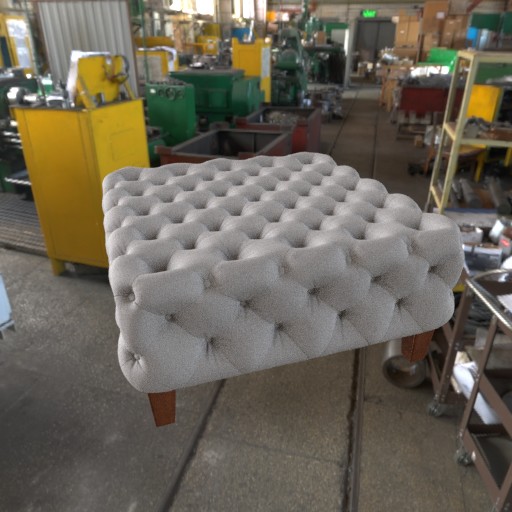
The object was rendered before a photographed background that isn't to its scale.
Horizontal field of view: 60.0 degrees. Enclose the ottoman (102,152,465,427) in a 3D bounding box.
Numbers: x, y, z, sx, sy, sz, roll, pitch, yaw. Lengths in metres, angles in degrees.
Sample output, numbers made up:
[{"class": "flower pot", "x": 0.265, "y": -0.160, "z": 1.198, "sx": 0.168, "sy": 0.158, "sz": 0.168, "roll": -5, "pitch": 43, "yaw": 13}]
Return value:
[{"class": "ottoman", "x": 0.000, "y": 0.000, "z": 1.199, "sx": 0.758, "sy": 0.365, "sz": 0.764, "roll": -9, "pitch": 28, "yaw": -17}]
